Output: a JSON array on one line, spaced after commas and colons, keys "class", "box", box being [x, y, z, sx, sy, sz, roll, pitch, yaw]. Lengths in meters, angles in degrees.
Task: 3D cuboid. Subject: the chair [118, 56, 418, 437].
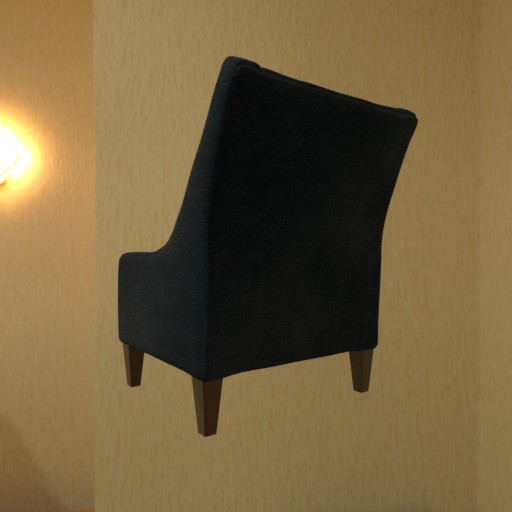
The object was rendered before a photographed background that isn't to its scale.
[{"class": "chair", "box": [0.000, 0.000, 1.638, 0.774, 1.014, 0.870, 0, 1, -36]}]
